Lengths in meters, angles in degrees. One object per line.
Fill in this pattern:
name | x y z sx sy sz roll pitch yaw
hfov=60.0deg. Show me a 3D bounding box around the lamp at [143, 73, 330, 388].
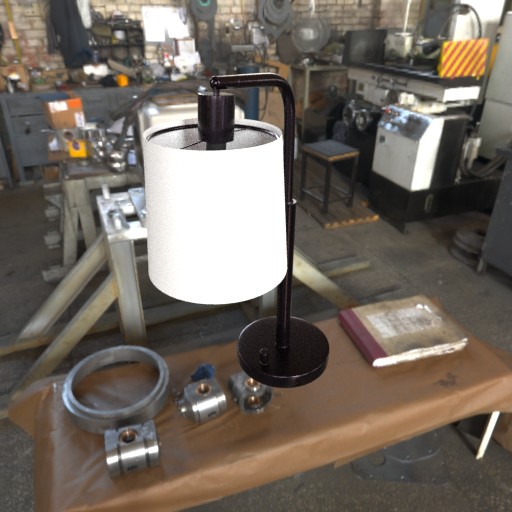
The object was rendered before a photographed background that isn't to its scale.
lamp | 0.000 0.000 0.624 0.171 0.489 0.333 19 35 30
